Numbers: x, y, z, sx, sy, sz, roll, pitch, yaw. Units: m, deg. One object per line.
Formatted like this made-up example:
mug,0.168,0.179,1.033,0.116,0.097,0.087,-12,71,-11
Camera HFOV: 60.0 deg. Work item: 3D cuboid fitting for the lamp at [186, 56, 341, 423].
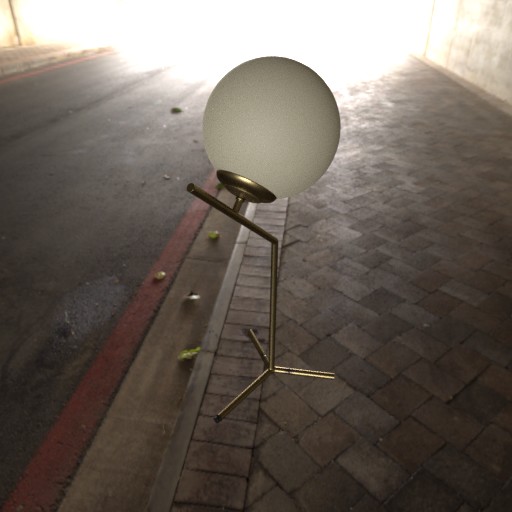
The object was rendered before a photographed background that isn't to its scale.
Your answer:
lamp,0.000,0.000,0.674,0.210,0.552,0.251,22,37,33
